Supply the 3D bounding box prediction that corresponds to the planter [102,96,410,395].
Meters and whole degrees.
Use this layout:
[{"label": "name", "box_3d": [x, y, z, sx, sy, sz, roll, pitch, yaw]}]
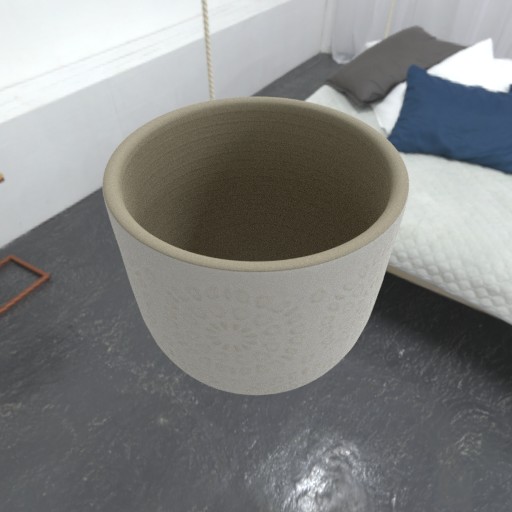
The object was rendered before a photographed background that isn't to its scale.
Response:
[{"label": "planter", "box_3d": [0.000, 0.000, 0.222, 0.124, 0.109, 0.124, 0, 45, 0]}]
